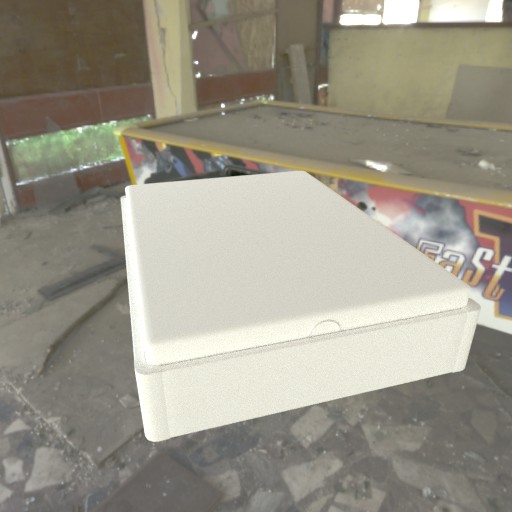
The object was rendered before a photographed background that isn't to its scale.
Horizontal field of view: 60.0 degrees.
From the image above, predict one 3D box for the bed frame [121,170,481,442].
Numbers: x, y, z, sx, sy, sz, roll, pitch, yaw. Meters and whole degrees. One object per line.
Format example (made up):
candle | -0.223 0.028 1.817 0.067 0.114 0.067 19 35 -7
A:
bed frame | 0.000 0.000 2.502 1.400 0.406 1.900 -8 28 -15
